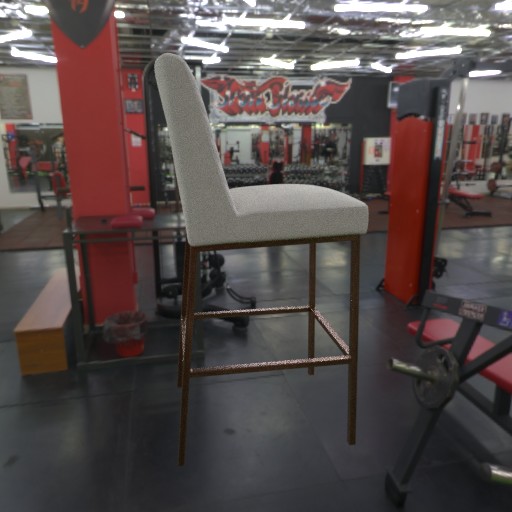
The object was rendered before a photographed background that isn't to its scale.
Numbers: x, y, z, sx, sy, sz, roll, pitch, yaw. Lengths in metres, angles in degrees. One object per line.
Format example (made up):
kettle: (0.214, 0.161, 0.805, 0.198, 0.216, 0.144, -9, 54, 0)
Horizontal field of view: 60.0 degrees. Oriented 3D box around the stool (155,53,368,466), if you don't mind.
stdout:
stool: (0.000, 0.000, 1.359, 0.546, 1.084, 0.462, -3, 15, -10)
